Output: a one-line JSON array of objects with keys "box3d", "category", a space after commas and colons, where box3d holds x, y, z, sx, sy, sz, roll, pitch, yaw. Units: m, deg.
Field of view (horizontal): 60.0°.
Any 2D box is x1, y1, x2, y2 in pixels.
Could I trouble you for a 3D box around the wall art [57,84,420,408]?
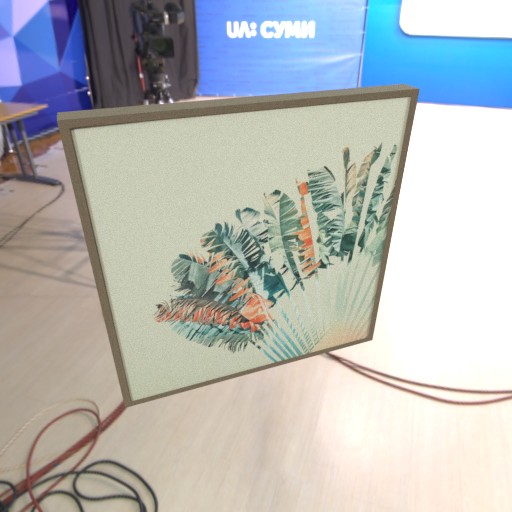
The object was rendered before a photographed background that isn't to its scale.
[{"box3d": [0.000, 0.000, 0.741, 0.508, 0.506, 0.038, -11, 34, -17], "category": "wall art"}]
